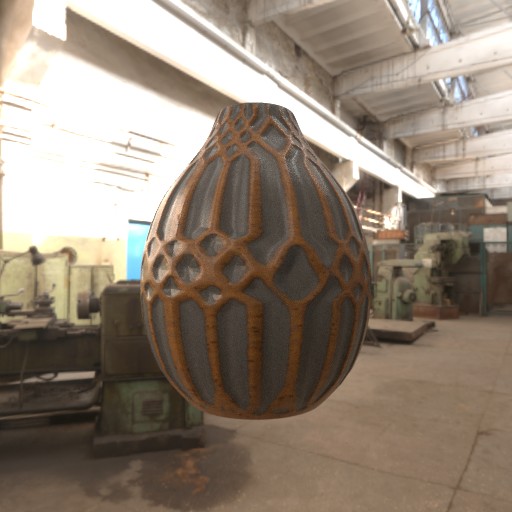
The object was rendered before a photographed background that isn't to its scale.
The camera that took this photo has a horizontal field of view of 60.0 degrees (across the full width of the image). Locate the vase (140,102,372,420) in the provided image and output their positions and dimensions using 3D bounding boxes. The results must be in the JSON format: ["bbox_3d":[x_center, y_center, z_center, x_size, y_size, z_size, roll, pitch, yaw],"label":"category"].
[{"bbox_3d":[0.000,0.000,0.137,0.069,0.088,0.069,0,-1,0],"label":"vase"}]
